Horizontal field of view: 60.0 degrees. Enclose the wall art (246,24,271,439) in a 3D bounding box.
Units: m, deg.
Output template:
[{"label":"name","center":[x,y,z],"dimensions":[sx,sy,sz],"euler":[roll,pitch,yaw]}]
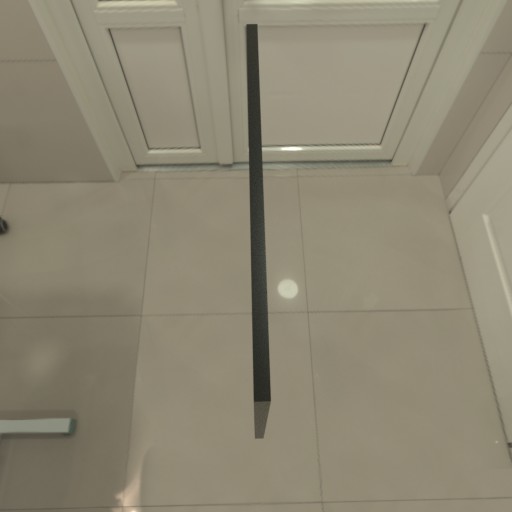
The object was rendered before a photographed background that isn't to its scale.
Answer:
[{"label":"wall art","center":[0.000,0.000,0.531],"dimensions":[0.012,0.332,0.383],"euler":[-1,64,-1]}]
